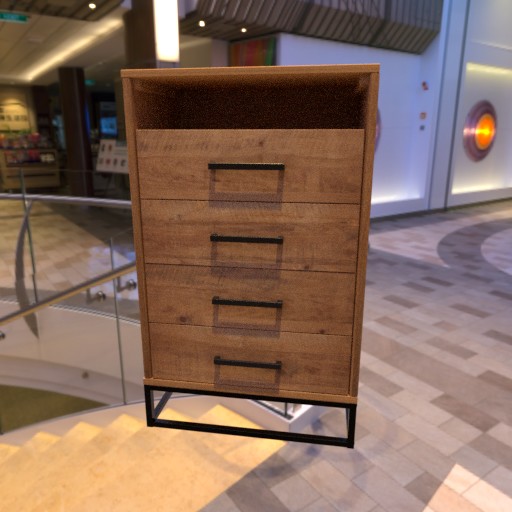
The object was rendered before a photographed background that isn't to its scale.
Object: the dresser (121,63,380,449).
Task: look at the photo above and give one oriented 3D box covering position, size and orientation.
[{"bbox_3d":[0.000,0.000,1.638,0.761,1.240,0.479,2,15,9],"label":"dresser"}]
